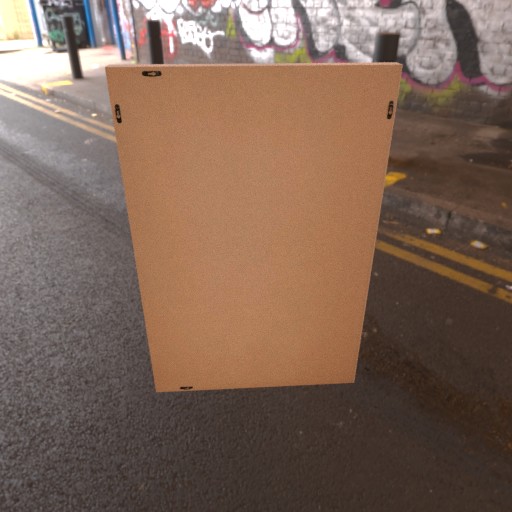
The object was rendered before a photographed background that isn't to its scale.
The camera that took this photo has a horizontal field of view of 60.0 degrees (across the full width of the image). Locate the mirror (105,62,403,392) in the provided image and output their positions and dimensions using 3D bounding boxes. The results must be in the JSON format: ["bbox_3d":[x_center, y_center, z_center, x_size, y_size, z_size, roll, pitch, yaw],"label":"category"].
[{"bbox_3d":[0.000,0.000,1.146,0.609,0.915,0.041,-2,30,-3],"label":"mirror"}]
